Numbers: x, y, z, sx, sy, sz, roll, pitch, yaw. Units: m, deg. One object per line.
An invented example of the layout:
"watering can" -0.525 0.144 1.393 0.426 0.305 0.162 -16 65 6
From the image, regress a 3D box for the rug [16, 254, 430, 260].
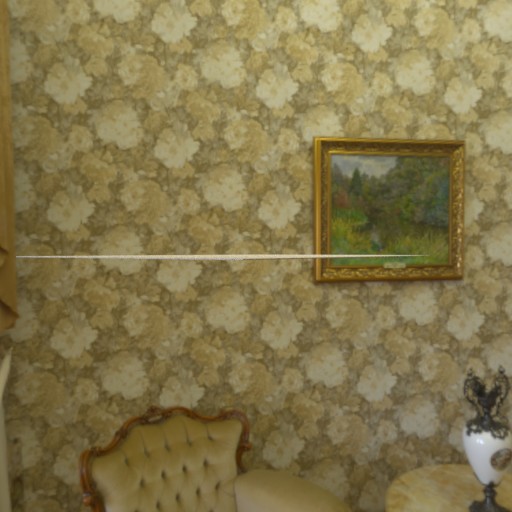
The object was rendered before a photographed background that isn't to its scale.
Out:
"rug" 0.000 0.000 3.641 1.981 0.006 2.895 0 1 36
